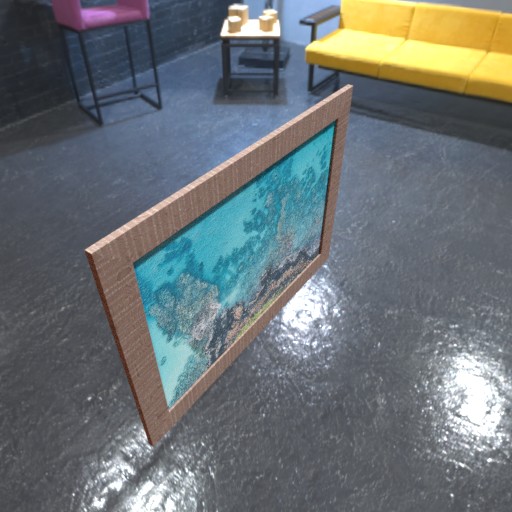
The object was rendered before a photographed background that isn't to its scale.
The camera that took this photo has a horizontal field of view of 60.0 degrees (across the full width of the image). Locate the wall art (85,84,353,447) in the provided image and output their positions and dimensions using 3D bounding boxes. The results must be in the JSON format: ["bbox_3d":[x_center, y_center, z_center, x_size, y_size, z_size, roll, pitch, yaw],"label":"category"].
[{"bbox_3d":[0.000,0.000,1.394,0.020,0.761,1.056,26,47,27],"label":"wall art"}]
